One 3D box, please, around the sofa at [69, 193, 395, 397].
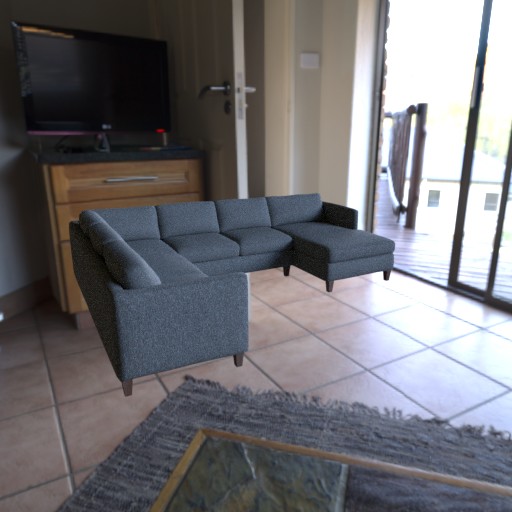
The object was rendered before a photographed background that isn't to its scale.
[{"bbox_3d":[0.000,0.000,4.444,3.238,0.853,2.551,-8,18,-27],"label":"sofa"}]
